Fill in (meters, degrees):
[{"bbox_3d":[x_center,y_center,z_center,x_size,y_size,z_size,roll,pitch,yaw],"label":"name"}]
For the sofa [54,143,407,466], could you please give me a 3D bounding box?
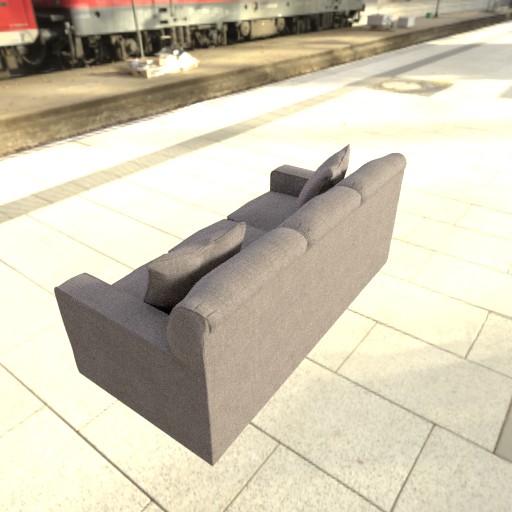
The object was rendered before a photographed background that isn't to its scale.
[{"bbox_3d":[0.000,0.000,2.613,0.997,0.958,2.024,21,37,29],"label":"sofa"}]
